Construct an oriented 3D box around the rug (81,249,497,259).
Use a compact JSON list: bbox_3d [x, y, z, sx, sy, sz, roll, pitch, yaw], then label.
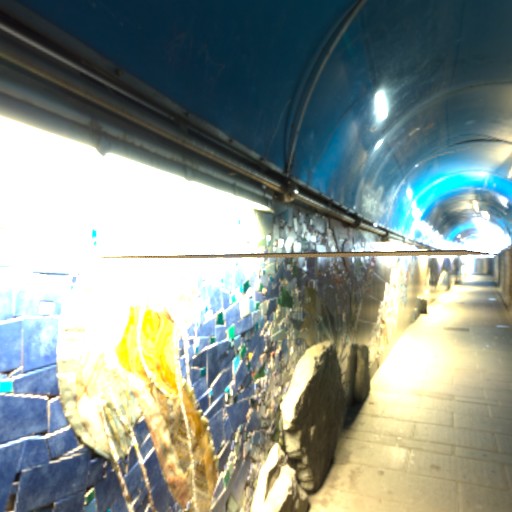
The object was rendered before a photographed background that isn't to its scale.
[{"bbox_3d":[0.000,0.000,2.635,2.439,0.008,0.762,-1,-1,36],"label":"rug"}]
